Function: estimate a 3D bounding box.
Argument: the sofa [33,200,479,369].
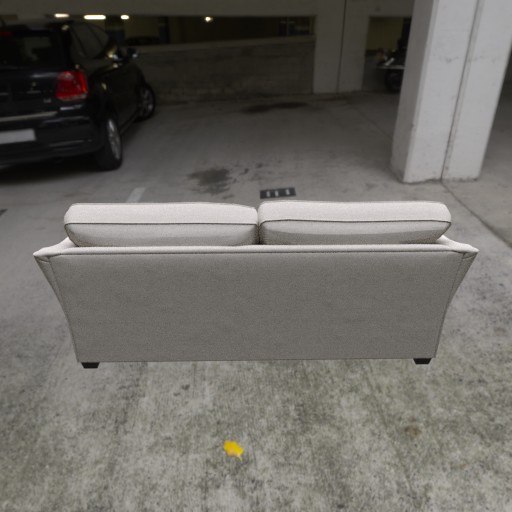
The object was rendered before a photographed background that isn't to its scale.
[{"bbox_3d":[0.000,0.000,2.761,2.270,0.965,0.980,-1,29,-1],"label":"sofa"}]
